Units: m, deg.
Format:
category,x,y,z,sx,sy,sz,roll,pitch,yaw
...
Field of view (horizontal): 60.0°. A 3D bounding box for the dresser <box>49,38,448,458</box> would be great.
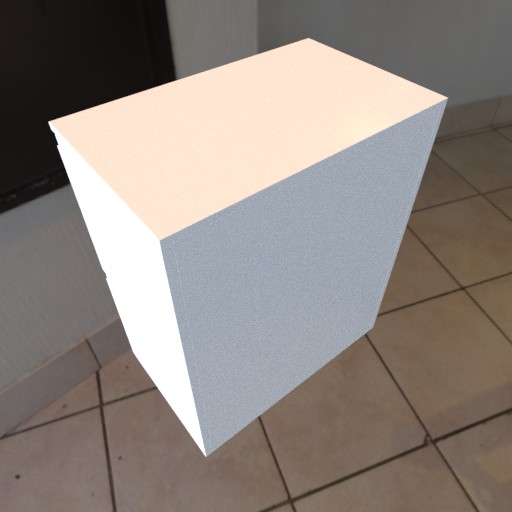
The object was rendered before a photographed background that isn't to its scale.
category,x,y,z,sx,sy,sz,roll,pitch,yaw
dresser,0.000,0.000,1.127,0.650,0.800,0.400,-30,53,-26
